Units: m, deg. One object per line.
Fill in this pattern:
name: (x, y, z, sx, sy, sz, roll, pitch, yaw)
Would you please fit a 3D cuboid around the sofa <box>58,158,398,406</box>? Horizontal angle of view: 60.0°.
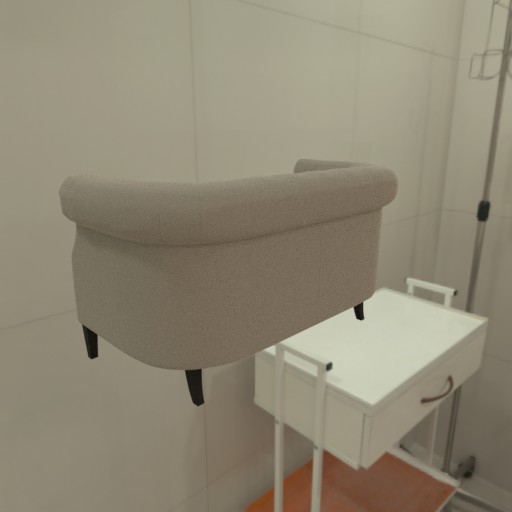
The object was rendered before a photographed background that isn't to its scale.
sofa: (0.000, 0.000, 2.088, 1.558, 0.827, 0.835, -15, 22, -43)
